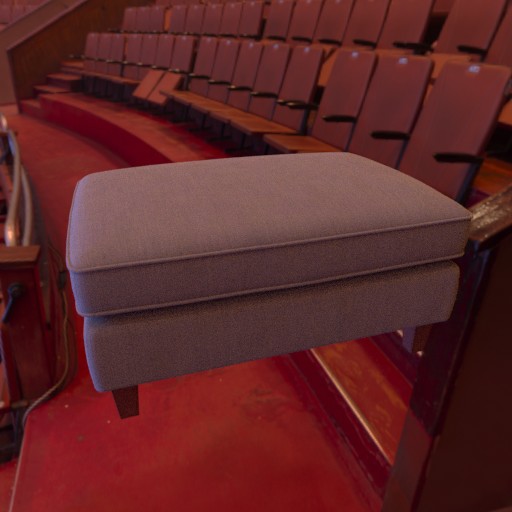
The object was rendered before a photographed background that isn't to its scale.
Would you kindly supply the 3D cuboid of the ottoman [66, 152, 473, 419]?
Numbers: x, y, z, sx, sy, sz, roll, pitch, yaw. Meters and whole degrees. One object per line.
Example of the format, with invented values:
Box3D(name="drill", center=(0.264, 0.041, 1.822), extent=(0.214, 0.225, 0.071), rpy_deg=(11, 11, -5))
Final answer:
Box3D(name="ottoman", center=(0.000, 0.000, 1.275), extent=(0.941, 0.480, 0.636), rpy_deg=(-8, 28, -16))
